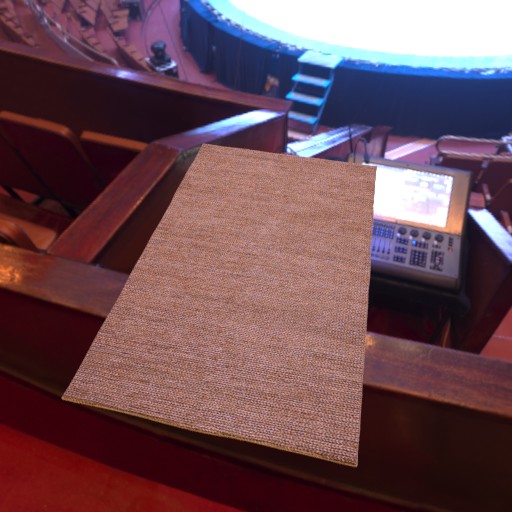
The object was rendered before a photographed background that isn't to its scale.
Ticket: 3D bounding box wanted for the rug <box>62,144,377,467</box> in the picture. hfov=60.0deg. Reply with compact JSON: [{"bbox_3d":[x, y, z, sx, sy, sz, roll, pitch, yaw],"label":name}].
[{"bbox_3d":[0.000,0.000,2.994,1.521,0.034,2.438,9,48,9],"label":"rug"}]
